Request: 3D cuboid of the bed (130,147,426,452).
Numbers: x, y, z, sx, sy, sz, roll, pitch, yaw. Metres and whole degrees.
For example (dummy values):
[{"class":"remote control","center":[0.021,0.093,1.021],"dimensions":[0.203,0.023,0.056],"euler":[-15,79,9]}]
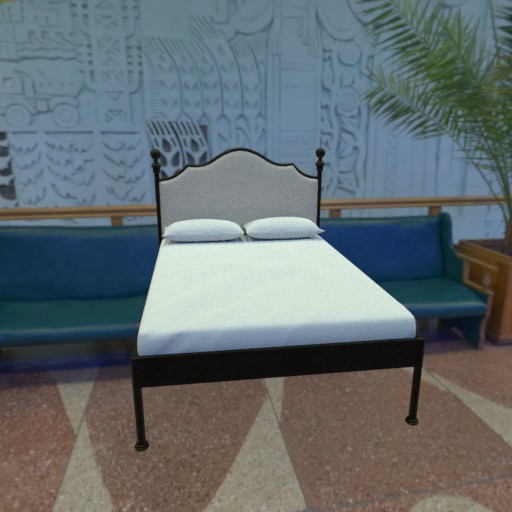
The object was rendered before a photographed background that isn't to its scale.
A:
[{"class":"bed","center":[0.000,0.000,3.321],"dimensions":[1.642,1.499,2.224],"euler":[-2,16,-8]}]
